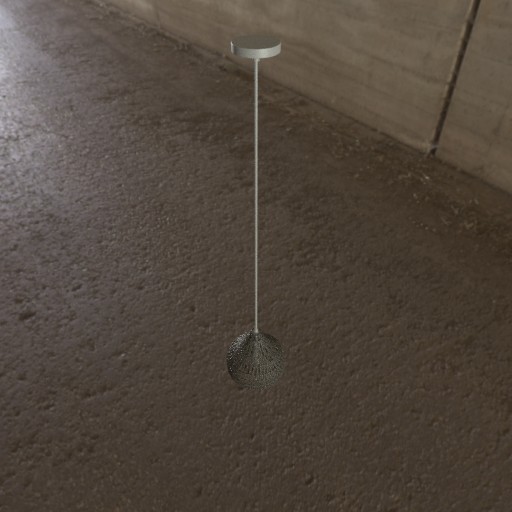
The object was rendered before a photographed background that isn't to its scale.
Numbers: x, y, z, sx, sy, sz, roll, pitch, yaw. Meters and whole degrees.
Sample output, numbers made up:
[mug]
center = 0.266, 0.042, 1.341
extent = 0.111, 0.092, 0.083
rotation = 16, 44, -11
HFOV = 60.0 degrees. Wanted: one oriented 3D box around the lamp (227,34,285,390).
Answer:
[lamp]
center = 0.000, 0.000, 2.122
extent = 0.355, 1.919, 0.355
rotation = 14, 43, 15
